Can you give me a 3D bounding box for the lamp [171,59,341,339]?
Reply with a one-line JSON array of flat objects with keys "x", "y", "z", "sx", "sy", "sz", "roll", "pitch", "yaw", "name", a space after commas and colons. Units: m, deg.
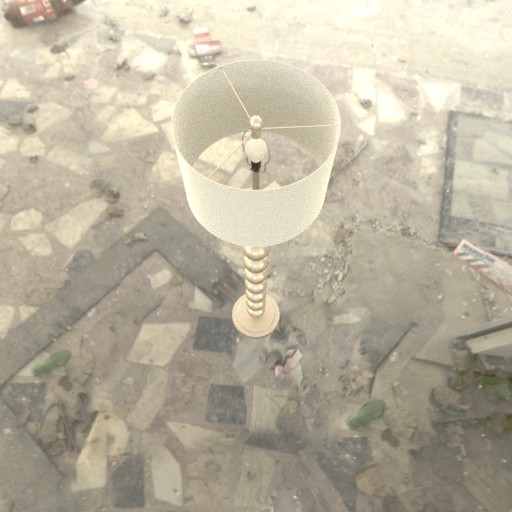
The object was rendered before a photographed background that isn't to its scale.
[{"x": 0.000, "y": 0.000, "z": 1.681, "sx": 0.394, "sy": 1.474, "sz": 0.394, "roll": 31, "pitch": 68, "yaw": 14, "name": "lamp"}]
